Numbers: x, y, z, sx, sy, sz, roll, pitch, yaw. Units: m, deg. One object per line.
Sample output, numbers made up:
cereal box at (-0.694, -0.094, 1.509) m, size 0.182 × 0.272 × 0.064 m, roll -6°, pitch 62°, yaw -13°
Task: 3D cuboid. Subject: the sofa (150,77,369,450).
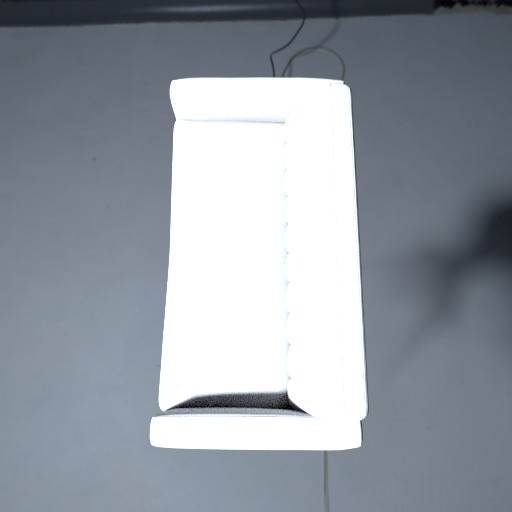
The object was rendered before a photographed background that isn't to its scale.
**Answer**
sofa at (0.000, 0.000, 2.420) m, size 0.969 × 0.814 × 1.895 m, roll 0°, pitch 76°, yaw 0°
